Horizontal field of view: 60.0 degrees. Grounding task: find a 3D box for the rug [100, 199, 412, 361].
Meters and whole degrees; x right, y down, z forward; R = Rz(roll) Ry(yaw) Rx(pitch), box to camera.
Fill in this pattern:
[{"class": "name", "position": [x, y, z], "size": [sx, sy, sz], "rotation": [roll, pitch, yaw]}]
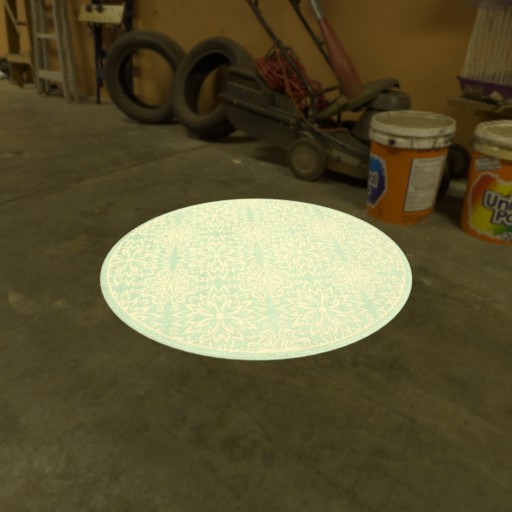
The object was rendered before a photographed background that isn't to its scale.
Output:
[{"class": "rug", "position": [0.000, 0.000, 2.366], "size": [1.593, 0.012, 1.593], "rotation": [0, 30, 0]}]
